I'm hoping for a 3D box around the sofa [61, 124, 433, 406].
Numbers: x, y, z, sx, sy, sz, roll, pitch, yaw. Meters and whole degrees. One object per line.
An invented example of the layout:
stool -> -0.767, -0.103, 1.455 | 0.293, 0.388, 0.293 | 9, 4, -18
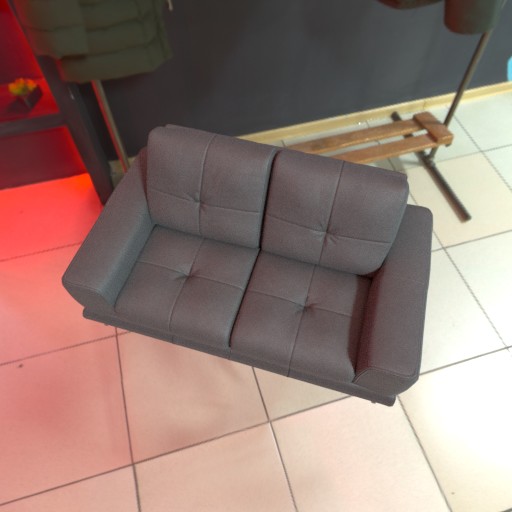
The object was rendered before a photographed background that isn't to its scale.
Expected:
sofa -> 0.000, 0.000, 2.399 | 1.806, 0.907, 1.018 | 14, 59, 9
